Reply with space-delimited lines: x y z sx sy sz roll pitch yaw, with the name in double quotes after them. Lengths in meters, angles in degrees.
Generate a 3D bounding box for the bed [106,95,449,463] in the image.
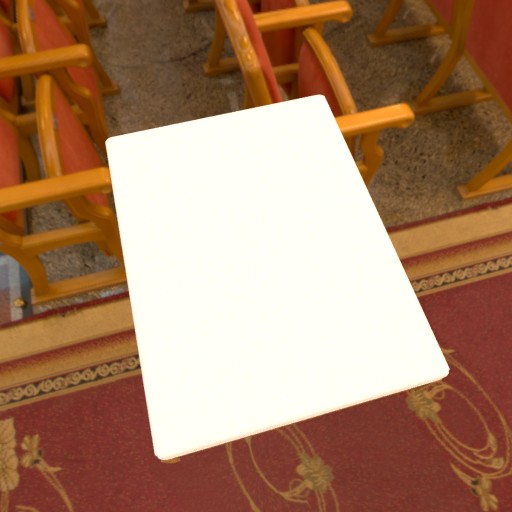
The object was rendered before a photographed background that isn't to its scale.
0.000 0.000 2.773 1.536 0.431 2.016 -14 65 -7 "bed"
